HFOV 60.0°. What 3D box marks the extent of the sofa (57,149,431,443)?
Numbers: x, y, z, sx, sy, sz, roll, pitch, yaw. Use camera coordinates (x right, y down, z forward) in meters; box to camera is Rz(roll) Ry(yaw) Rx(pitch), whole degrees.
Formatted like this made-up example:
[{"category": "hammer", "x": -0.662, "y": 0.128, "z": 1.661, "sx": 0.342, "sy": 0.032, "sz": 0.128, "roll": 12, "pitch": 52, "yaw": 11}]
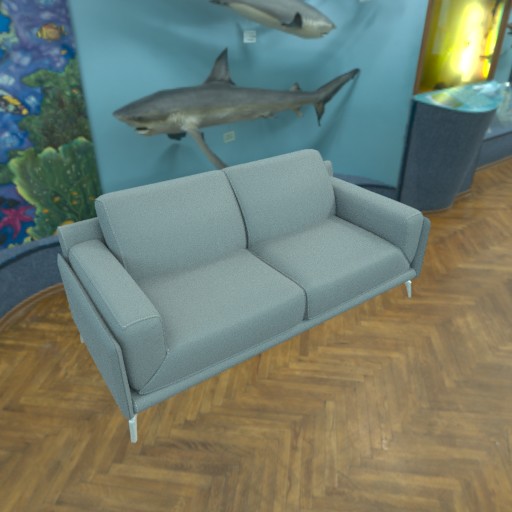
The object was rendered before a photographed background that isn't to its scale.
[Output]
[{"category": "sofa", "x": 0.000, "y": 0.000, "z": 2.681, "sx": 2.100, "sy": 0.900, "sz": 0.969, "roll": -20, "pitch": 35, "yaw": -30}]
